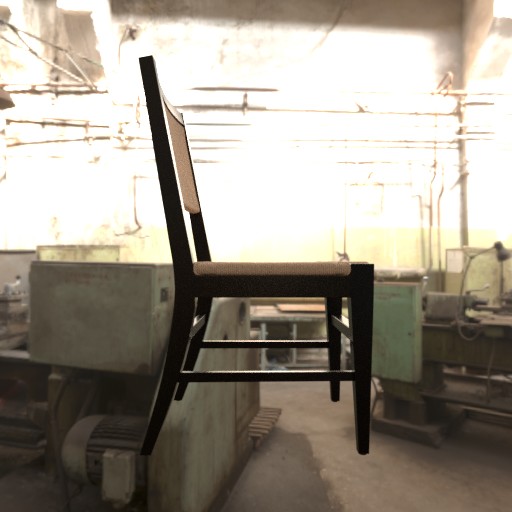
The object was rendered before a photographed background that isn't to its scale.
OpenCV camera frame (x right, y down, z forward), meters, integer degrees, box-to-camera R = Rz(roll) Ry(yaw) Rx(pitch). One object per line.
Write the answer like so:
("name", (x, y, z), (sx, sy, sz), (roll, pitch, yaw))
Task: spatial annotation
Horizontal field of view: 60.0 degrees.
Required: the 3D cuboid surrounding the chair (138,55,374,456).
("chair", (0.000, 0.000, 1.234), (0.552, 0.927, 0.437), (0, -1, 0))
